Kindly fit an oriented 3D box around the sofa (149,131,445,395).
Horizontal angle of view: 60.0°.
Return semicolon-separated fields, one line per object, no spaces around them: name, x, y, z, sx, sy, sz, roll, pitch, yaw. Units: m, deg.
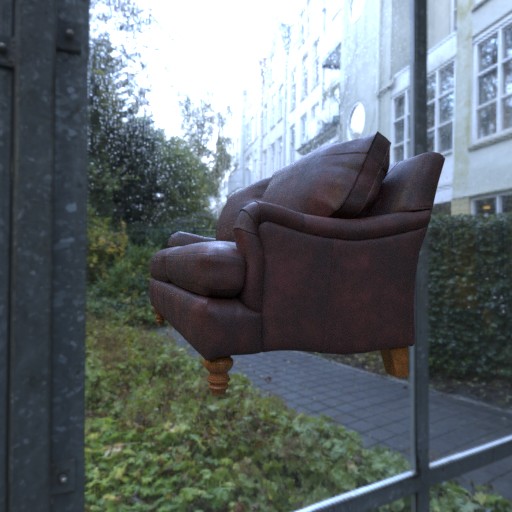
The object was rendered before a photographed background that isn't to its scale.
sofa;0.000;0.000;2.777;1.147;1.071;2.144;0;0;-19
